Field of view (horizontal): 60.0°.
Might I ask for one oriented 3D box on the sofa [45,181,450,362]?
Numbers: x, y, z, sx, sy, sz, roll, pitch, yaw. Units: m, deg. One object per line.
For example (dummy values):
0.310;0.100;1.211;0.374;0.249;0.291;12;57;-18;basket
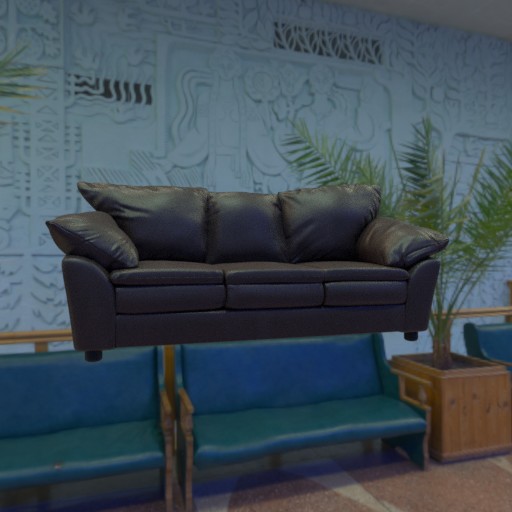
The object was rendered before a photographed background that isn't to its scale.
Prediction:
0.000;0.000;2.903;2.390;1.091;0.907;0;1;-16;sofa
